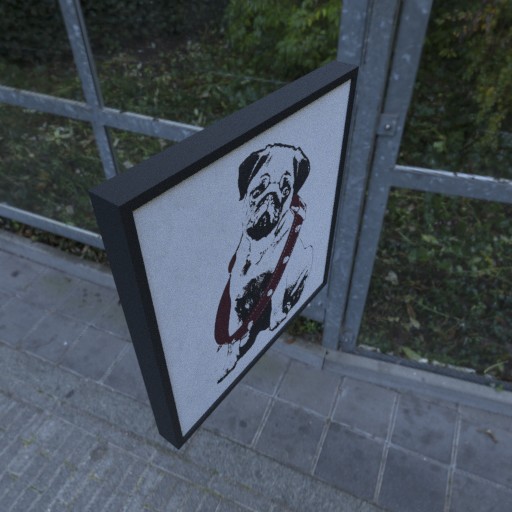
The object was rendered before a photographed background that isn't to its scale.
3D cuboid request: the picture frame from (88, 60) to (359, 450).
[{"bbox_3d":[0.000,0.000,0.475,0.030,0.317,0.317,26,48,27],"label":"picture frame"}]
